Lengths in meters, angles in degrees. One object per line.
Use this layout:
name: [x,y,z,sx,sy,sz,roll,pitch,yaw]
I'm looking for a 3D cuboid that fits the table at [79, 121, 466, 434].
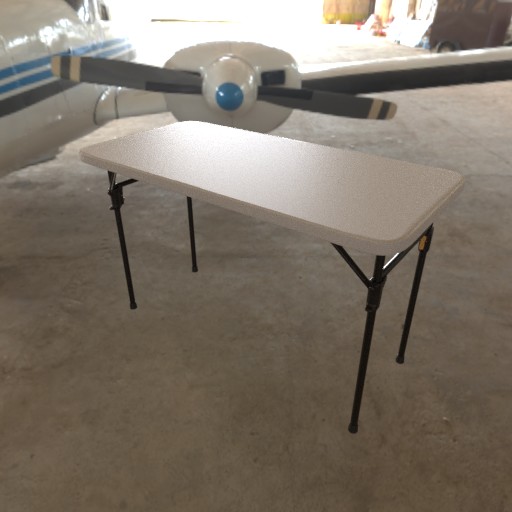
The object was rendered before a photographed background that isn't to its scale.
table: [0.000,0.000,1.659,1.219,0.729,0.610,21,36,32]
